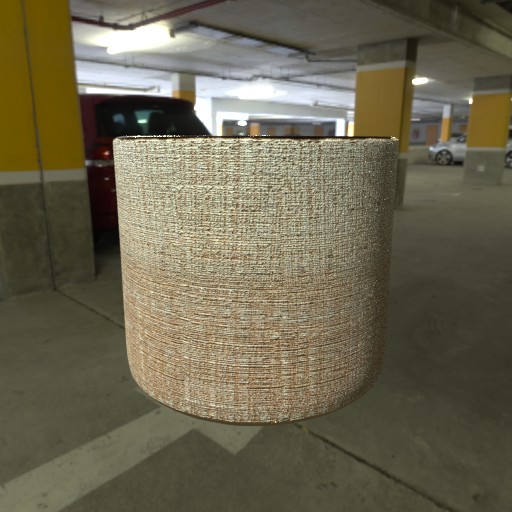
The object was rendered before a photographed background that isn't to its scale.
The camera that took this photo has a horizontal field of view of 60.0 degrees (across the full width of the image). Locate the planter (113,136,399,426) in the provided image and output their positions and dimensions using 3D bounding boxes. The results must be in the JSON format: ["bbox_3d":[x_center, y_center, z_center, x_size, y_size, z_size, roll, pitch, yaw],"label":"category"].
[{"bbox_3d":[0.000,0.000,0.302,0.177,0.157,0.177,0,15,0],"label":"planter"}]
